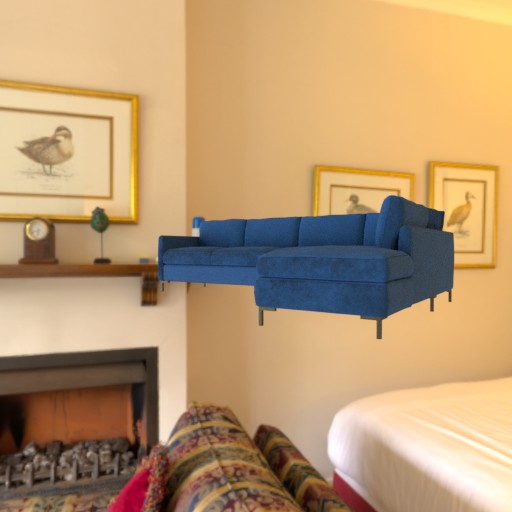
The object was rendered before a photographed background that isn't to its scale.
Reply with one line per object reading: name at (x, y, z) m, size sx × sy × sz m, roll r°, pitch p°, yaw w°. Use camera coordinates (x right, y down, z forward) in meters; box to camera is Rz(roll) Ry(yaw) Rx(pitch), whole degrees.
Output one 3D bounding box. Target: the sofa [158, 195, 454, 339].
sofa at (0.000, 0.000, 3.279) m, size 2.486 × 0.687 × 1.707 m, roll 1°, pitch 1°, yaw 34°
